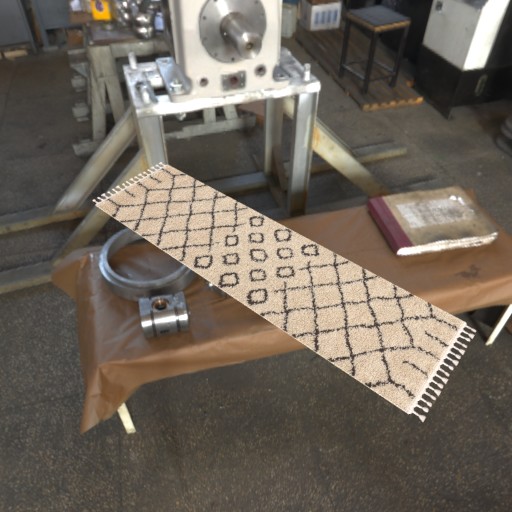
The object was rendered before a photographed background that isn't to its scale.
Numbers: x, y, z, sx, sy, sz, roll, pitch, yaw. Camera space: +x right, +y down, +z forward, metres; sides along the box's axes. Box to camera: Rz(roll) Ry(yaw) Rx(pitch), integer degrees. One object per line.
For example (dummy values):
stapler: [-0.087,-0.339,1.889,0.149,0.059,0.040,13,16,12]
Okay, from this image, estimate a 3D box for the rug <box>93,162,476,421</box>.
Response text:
rug: [0.000,0.000,2.688,2.464,0.005,0.660,31,52,27]
